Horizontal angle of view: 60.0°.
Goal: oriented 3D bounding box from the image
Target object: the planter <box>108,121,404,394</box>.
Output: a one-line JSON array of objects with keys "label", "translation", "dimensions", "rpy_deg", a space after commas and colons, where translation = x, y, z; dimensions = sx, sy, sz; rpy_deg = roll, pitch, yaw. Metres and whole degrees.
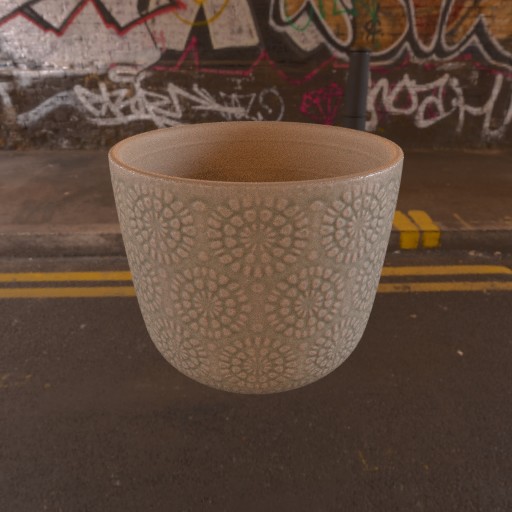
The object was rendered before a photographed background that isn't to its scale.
[{"label": "planter", "translation": [0.000, 0.000, 0.217], "dimensions": [0.124, 0.109, 0.124], "rpy_deg": [0, 26, 0]}]
